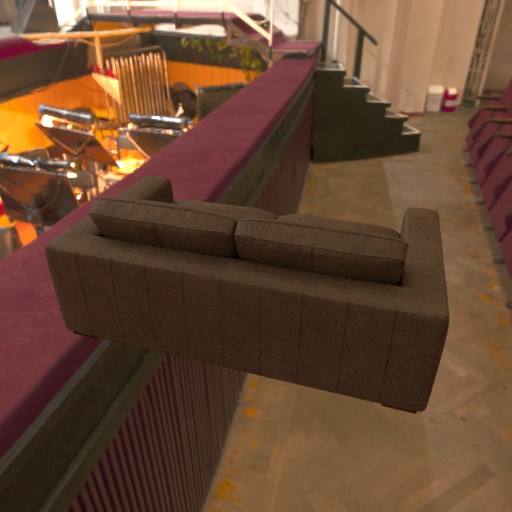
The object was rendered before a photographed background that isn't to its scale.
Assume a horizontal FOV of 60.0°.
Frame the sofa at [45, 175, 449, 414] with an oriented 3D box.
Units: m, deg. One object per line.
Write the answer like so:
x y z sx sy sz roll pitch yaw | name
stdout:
0.000 0.000 2.471 1.920 0.800 1.070 9 32 15 | sofa
